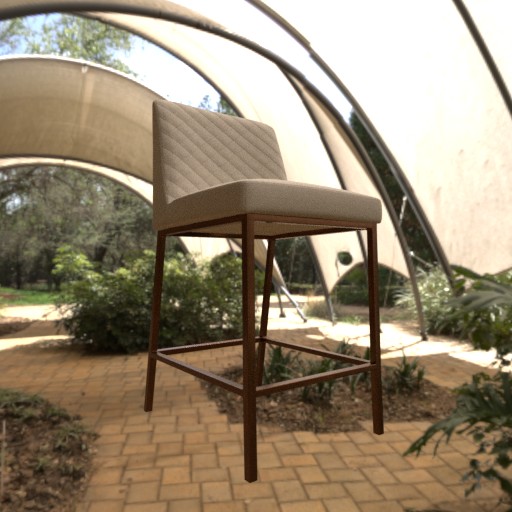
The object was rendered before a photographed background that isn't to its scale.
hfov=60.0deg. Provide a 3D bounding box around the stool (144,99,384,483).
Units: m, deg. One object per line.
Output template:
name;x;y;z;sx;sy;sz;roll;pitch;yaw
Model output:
stool;0.000;0.000;1.305;0.507;0.973;0.576;0;-1;-37
